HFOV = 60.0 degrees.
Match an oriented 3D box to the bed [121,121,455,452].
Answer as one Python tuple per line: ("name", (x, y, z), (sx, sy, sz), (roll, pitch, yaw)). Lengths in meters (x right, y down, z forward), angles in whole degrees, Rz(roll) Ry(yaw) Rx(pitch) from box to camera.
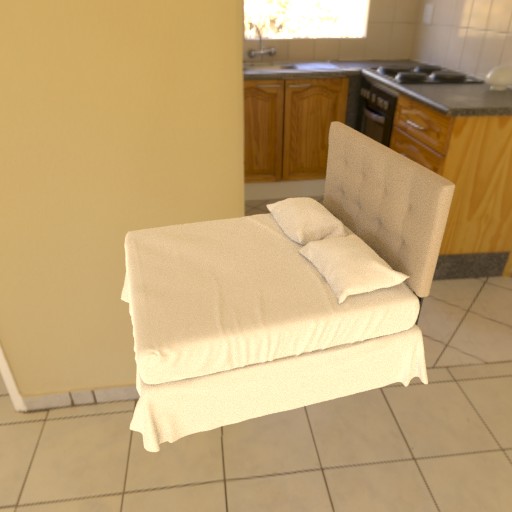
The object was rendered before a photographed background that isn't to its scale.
("bed", (0.000, 0.000, 3.481), (2.222, 1.577, 1.936), (-9, 32, -14))
